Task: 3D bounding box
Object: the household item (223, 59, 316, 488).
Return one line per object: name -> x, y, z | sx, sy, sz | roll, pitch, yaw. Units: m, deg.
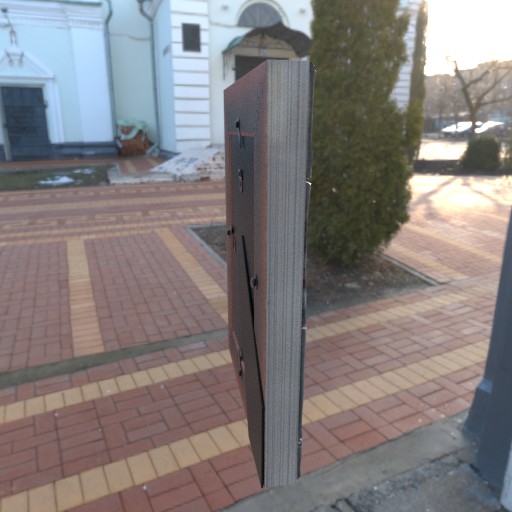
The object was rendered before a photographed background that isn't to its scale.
household item -> 0.000, 0.000, 0.291 | 0.025, 0.216, 0.165 | -3, 17, -10
